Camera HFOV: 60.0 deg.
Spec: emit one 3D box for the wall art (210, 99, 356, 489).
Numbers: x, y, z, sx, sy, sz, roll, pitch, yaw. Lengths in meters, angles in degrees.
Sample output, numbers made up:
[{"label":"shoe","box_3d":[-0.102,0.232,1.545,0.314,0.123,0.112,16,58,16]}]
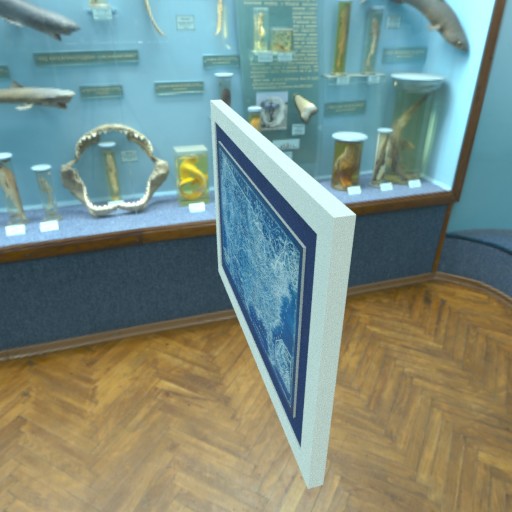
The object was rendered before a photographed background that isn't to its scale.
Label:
[{"label":"wall art","box_3d":[0.000,0.000,1.672,0.051,0.902,1.308,-8,31,-14]}]
